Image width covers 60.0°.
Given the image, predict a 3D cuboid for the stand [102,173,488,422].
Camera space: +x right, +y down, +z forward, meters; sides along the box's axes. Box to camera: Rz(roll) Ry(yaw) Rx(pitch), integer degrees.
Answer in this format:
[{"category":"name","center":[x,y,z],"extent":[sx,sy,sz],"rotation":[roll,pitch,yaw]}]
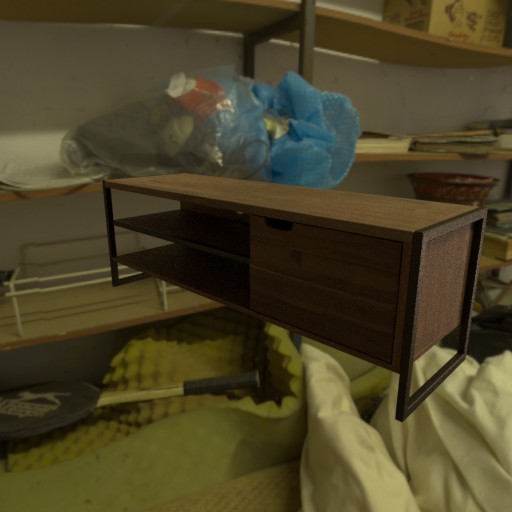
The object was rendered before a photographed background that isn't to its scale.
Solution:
[{"category":"stand","center":[0.000,0.000,1.723],"extent":[1.480,0.506,0.454],"rotation":[15,22,42]}]
